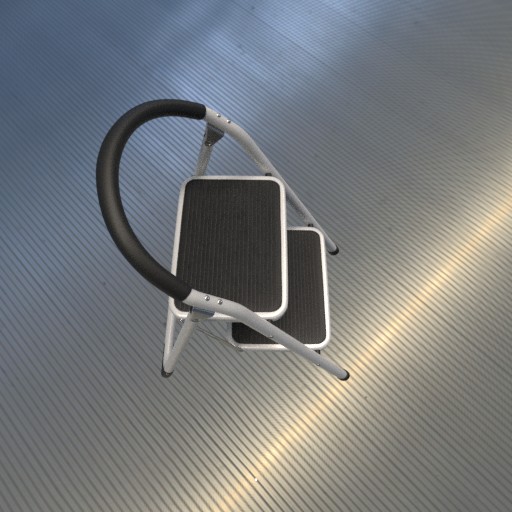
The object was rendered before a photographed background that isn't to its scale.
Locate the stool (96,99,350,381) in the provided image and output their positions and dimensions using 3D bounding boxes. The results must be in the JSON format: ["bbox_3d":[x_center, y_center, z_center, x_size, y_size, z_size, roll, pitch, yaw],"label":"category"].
[{"bbox_3d":[0.000,0.000,1.082,0.559,0.760,0.453,0,63,0],"label":"stool"}]
